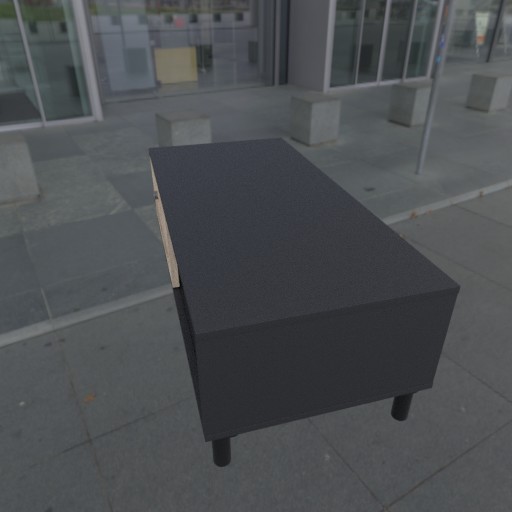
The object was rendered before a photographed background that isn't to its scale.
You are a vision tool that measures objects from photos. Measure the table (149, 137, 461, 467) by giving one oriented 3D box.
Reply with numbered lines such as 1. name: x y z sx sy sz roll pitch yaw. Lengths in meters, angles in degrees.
1. table: 0.000 0.000 1.367 0.550 0.400 1.100 -8 31 -14
